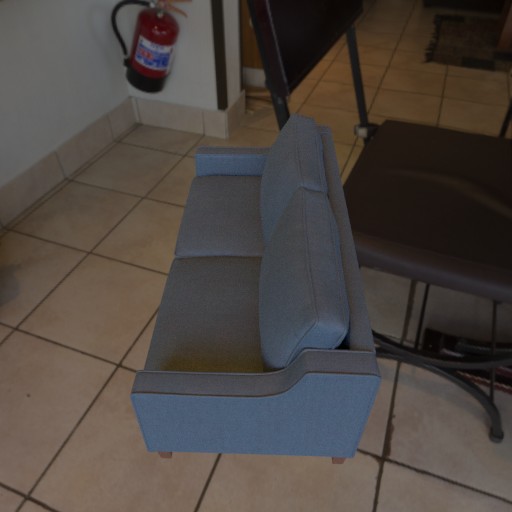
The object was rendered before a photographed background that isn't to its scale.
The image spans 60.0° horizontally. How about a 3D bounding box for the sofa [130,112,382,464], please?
[{"bbox_3d":[0.000,0.000,2.786,1.066,1.071,2.178,1,42,1],"label":"sofa"}]
